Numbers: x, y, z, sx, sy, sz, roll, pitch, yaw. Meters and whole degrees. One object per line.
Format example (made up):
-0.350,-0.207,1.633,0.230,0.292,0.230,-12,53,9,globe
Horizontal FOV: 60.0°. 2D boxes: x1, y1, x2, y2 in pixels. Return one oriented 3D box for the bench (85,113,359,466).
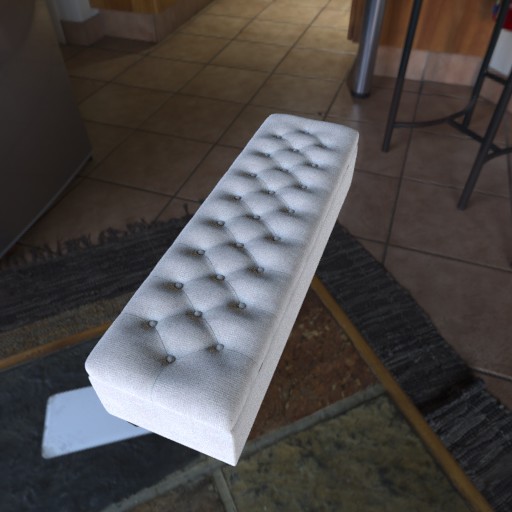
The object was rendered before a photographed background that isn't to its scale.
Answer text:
0.000,0.000,1.754,0.455,0.467,1.480,16,48,15,bench
